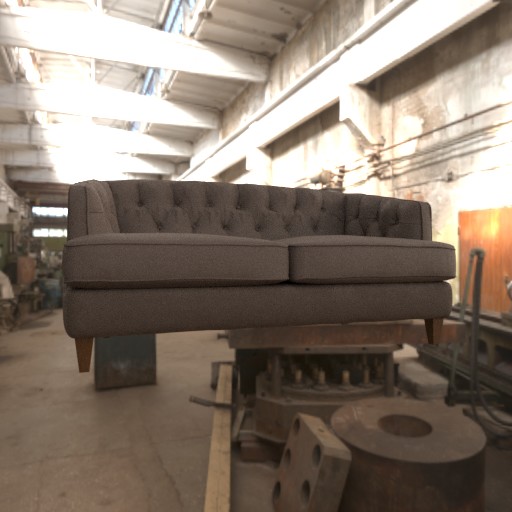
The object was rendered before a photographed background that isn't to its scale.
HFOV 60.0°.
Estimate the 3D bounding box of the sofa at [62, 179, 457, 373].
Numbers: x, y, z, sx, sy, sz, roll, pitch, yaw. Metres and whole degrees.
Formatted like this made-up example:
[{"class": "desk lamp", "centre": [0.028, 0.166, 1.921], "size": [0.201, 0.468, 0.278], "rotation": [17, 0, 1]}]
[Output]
[{"class": "sofa", "centre": [0.000, 0.000, 2.227], "size": [1.733, 0.855, 0.941], "rotation": [0, 0, -19]}]
